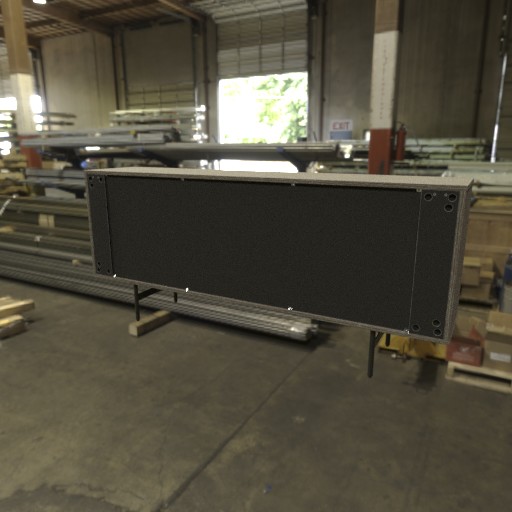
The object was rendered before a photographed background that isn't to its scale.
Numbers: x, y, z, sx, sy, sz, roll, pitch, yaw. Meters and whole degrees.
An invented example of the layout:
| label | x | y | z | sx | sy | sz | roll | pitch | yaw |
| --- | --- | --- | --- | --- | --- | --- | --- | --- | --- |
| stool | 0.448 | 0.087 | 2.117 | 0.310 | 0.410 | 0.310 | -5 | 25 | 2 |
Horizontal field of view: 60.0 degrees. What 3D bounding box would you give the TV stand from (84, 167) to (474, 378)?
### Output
| label | x | y | z | sx | sy | sz | roll | pitch | yaw |
| --- | --- | --- | --- | --- | --- | --- | --- | --- | --- |
| TV stand | 0.000 | 0.000 | 2.143 | 1.804 | 0.787 | 0.405 | 8 | 16 | 27 |
